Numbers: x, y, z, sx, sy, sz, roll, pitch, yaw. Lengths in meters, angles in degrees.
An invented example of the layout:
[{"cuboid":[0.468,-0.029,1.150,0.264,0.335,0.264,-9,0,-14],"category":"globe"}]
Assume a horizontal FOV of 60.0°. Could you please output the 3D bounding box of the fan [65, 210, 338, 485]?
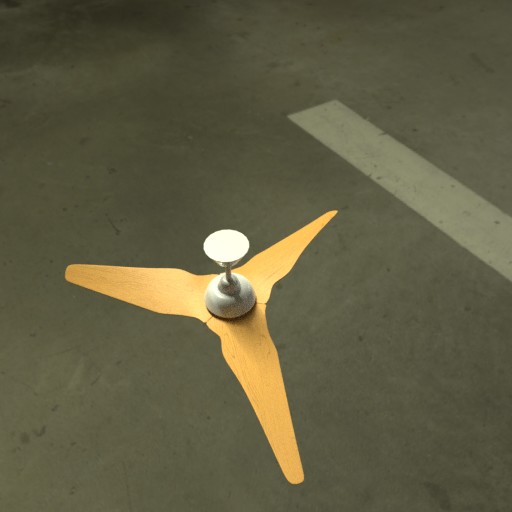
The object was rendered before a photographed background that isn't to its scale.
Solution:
[{"cuboid":[0.000,0.000,1.619,1.142,0.355,1.010,32,54,26],"category":"fan"}]
